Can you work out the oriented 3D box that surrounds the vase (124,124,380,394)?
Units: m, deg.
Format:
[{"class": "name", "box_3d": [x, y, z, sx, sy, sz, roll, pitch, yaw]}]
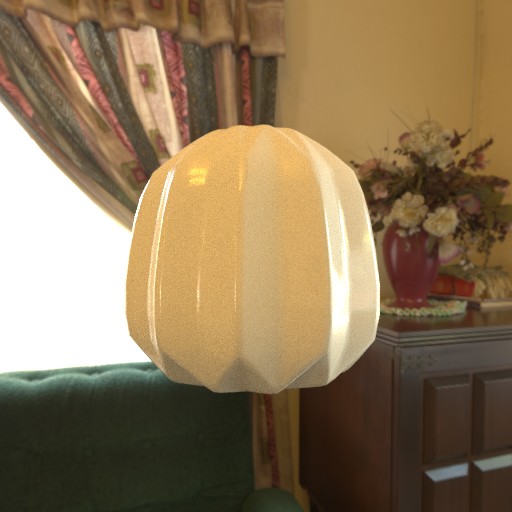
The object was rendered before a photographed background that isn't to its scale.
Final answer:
[{"class": "vase", "box_3d": [0.000, 0.000, 0.250, 0.139, 0.134, 0.139, 0, 0, 0]}]
